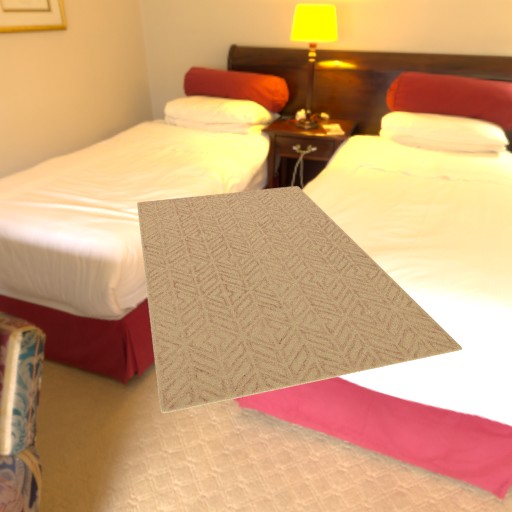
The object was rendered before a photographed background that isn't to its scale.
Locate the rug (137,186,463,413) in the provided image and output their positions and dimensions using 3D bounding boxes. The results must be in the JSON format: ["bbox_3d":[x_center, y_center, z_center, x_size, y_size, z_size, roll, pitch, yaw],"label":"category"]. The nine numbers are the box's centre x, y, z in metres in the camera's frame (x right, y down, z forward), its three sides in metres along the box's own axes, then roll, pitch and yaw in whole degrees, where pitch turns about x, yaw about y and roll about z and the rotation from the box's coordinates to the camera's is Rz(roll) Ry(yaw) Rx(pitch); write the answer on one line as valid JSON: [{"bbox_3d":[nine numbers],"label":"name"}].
[{"bbox_3d":[0.000,0.000,3.100,1.523,0.008,2.438,-8,30,-14],"label":"rug"}]
